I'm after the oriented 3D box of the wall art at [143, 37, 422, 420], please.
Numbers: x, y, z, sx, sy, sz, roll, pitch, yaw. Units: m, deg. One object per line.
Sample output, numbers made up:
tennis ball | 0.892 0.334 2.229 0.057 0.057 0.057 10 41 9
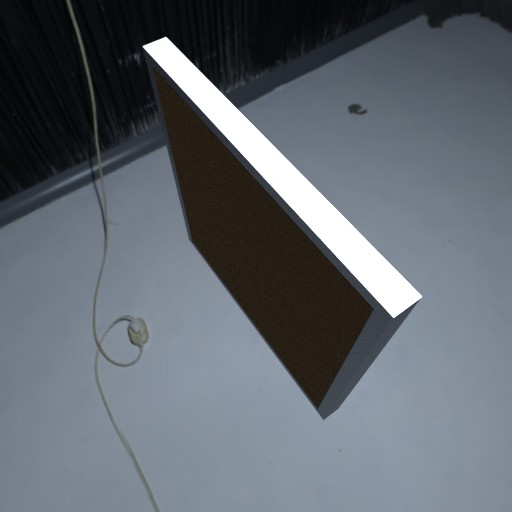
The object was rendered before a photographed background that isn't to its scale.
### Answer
wall art | 0.000 0.000 0.747 0.038 0.506 0.506 -31 64 -17
